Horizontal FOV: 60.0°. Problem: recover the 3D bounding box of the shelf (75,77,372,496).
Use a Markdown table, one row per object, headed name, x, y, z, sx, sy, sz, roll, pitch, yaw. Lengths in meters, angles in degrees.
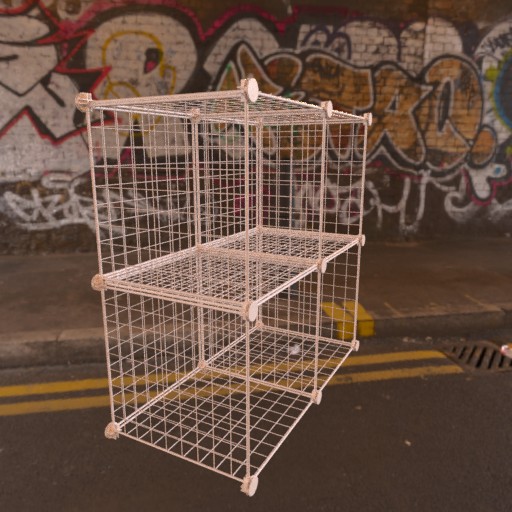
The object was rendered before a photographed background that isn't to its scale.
| name | x | y | z | sx | sy | sz | roll | pitch | yaw |
| --- | --- | --- | --- | --- | --- | --- | --- | --- | --- |
| shelf | 0.000 | 0.000 | 1.097 | 0.356 | 0.711 | 0.711 | 7 | 15 | 27 |
